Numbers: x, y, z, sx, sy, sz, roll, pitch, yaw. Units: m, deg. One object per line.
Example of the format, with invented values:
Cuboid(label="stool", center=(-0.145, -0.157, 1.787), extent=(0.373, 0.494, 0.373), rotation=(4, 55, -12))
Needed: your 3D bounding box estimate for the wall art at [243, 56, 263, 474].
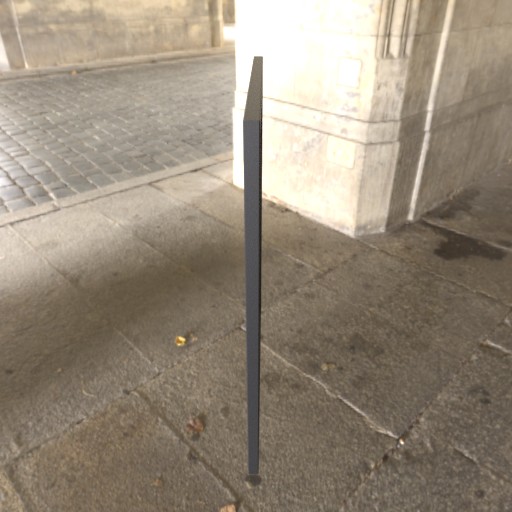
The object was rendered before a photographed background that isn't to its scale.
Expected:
Cuboid(label="wall art", center=(0.000, 0.000, 1.361), extent=(0.030, 1.027, 0.774), rotation=(1, 32, 1))
